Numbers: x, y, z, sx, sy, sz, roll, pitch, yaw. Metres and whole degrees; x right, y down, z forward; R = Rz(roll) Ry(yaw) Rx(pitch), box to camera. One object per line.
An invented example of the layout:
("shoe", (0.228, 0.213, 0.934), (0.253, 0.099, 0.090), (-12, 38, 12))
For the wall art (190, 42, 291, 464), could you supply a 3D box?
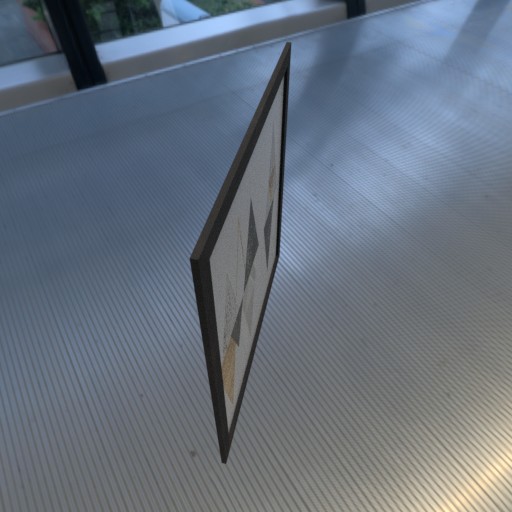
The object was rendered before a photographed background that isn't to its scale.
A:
("wall art", (0.000, 0.000, 1.211), (0.013, 0.823, 0.823), (9, 47, 9))
